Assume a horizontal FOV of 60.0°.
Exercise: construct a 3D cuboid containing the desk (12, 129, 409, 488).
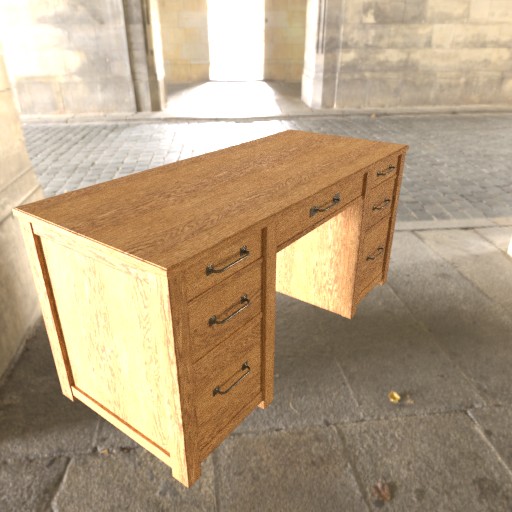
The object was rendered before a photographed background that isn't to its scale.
[{"bbox_3d":[0.000,0.000,1.894,0.685,0.751,1.567,18,32,32],"label":"desk"}]
